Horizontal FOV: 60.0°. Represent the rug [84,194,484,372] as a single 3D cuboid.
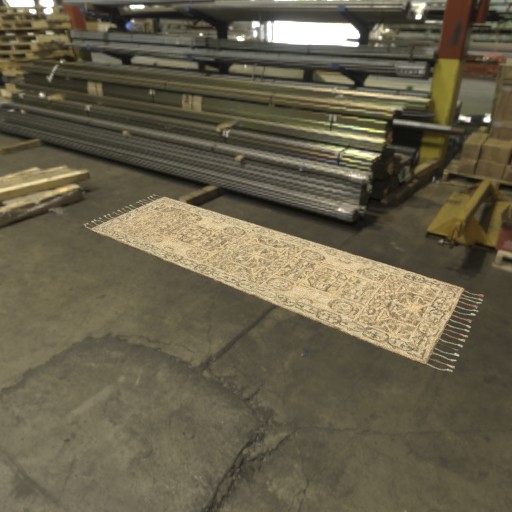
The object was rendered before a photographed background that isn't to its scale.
[{"bbox_3d":[0.000,0.000,2.914,2.664,0.011,0.762,19,35,30],"label":"rug"}]
